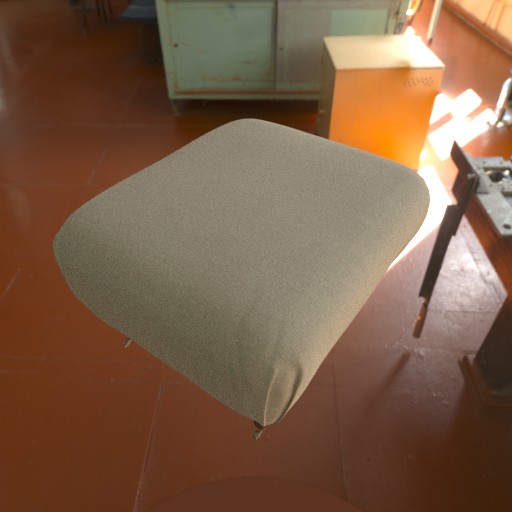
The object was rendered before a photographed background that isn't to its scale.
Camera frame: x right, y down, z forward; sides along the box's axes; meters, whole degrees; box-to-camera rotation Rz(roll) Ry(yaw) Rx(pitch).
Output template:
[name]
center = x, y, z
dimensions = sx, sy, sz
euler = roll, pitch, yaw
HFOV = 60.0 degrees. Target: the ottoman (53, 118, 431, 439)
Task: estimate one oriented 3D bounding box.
[ottoman]
center = 0.000, 0.000, 1.135
dimensions = 0.639, 0.450, 0.746
euler = 26, 48, 26
